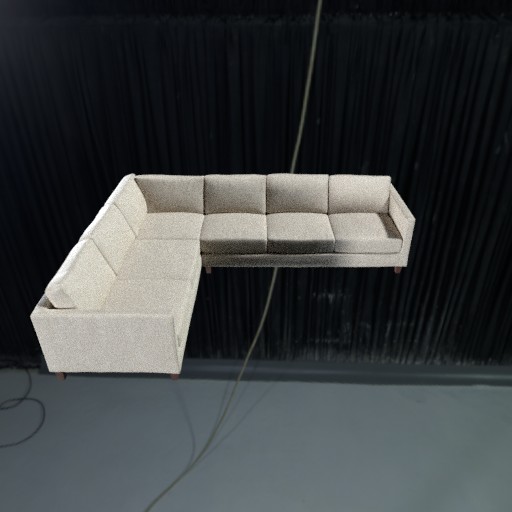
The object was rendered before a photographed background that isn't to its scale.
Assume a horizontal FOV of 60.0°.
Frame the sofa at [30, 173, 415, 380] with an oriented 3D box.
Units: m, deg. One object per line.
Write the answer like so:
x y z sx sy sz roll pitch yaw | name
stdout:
0.000 0.000 4.259 3.182 0.863 2.432 0 32 0 | sofa
